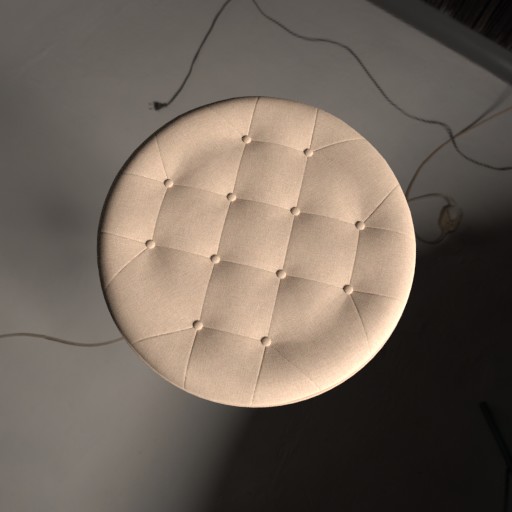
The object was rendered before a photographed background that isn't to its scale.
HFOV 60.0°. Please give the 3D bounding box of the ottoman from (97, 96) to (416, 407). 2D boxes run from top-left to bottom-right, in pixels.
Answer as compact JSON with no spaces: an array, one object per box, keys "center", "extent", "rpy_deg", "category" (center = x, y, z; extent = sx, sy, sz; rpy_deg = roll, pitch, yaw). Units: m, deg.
[{"center":[0.000,0.000,1.354],"extent":[0.848,0.494,0.848],"rpy_deg":[0,76,0],"category":"ottoman"}]
